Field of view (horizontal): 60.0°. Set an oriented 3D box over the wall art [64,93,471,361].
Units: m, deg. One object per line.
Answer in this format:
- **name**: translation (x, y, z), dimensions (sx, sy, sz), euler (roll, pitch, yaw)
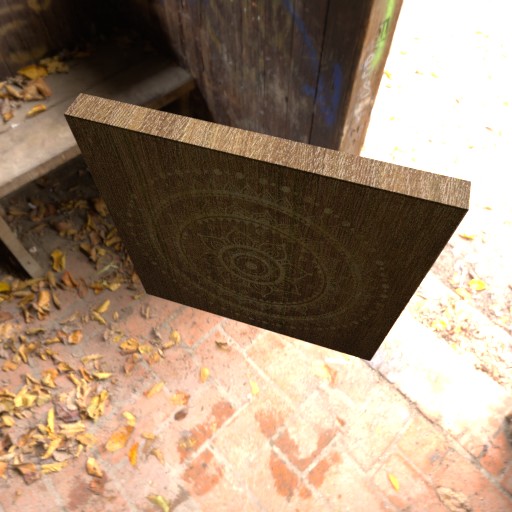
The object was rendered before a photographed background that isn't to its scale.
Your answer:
- **wall art**: translation (0.000, 0.000, 0.601), dimensions (0.406, 0.403, 0.039), euler (15, 59, 9)
